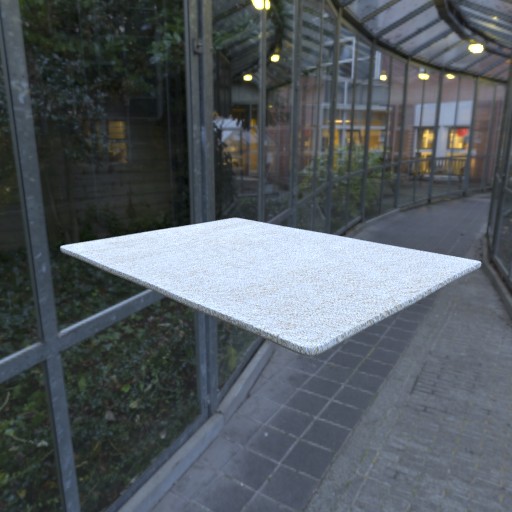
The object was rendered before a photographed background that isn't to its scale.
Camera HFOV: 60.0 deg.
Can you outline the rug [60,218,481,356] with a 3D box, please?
[{"bbox_3d":[0.000,0.000,2.075,1.200,0.027,1.600,-14,20,-43],"label":"rug"}]
